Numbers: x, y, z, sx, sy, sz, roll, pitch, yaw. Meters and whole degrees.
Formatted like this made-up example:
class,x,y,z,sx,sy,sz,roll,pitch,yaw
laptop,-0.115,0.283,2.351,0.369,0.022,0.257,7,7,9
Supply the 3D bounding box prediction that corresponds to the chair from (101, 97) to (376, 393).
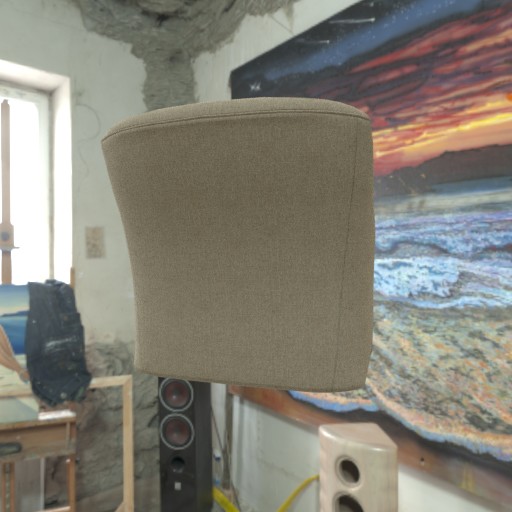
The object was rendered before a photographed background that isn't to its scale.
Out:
class,x,y,z,sx,sy,sz,roll,pitch,yaw
chair,0.000,0.000,1.619,0.864,0.856,0.923,0,1,19
